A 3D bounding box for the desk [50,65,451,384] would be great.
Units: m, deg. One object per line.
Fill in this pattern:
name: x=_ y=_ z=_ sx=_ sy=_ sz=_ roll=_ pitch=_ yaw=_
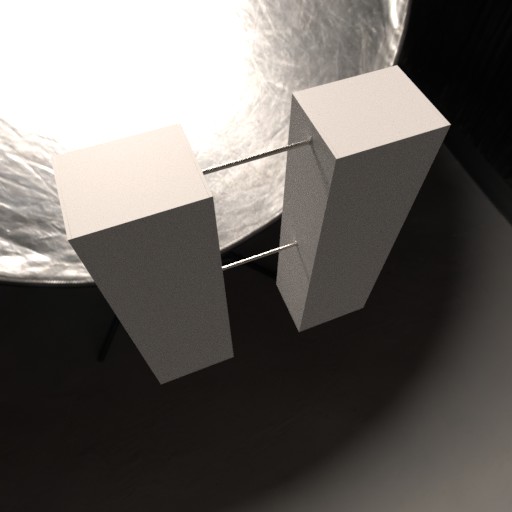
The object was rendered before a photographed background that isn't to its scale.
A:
desk: x=0.000 y=0.000 z=2.868 sx=1.770 sy=2.000 sz=0.480 roll=-19 pitch=60 yaw=-11
